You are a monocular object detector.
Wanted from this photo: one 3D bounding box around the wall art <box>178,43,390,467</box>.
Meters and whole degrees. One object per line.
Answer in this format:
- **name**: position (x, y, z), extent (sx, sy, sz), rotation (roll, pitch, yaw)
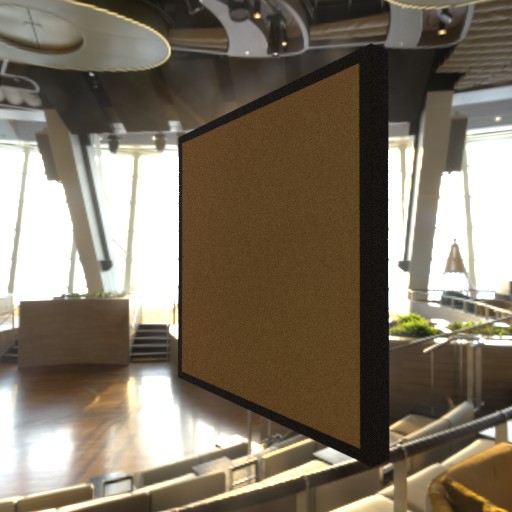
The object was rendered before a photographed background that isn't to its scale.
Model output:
- **wall art**: position (0.000, 0.000, 0.743), extent (0.033, 0.507, 0.508), rotation (0, -1, -37)
